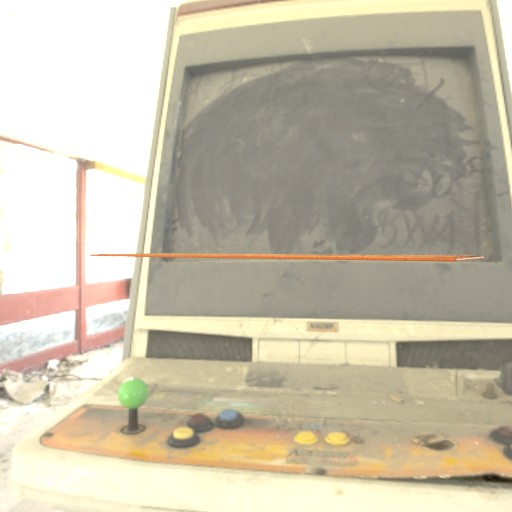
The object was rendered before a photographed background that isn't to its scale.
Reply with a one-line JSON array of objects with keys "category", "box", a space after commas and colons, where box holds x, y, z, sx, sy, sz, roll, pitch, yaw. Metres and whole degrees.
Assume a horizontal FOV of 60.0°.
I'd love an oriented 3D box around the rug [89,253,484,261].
[{"category": "rug", "box": [0.000, 0.000, 2.559, 2.274, 0.016, 0.651, 1, 1, 35]}]
